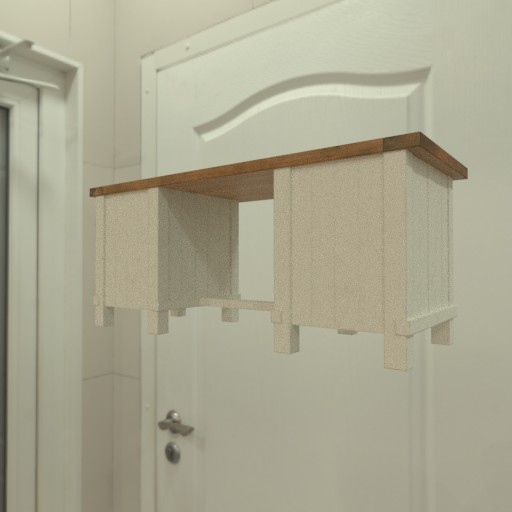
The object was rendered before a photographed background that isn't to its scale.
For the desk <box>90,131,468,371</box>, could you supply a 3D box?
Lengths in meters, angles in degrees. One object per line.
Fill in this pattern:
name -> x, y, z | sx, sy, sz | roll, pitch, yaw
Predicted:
desk -> 0.000, 0.000, 2.204 | 1.803, 0.760, 0.688 | -1, -1, 37
